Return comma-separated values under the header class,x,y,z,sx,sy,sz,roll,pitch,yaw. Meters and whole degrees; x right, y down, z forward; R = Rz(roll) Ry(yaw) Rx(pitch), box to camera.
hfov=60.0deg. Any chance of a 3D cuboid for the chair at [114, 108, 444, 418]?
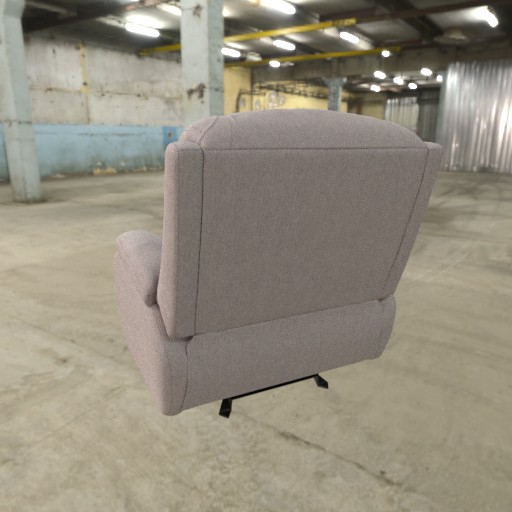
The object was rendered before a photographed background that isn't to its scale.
class,x,y,z,sx,sy,sz,roll,pitch,yaw
chair,0.000,0.000,1.660,0.930,1.011,0.899,-7,16,-26
